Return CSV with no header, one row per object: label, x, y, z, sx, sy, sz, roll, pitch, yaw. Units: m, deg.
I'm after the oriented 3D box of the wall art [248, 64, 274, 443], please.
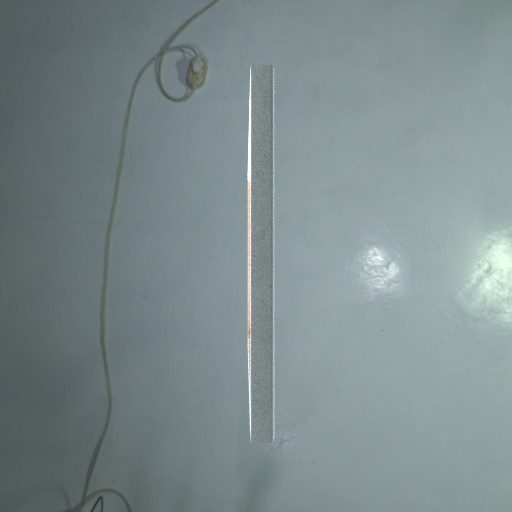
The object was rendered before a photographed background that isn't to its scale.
wall art,0.000,0.000,1.167,0.038,0.912,0.607,0,89,-1
